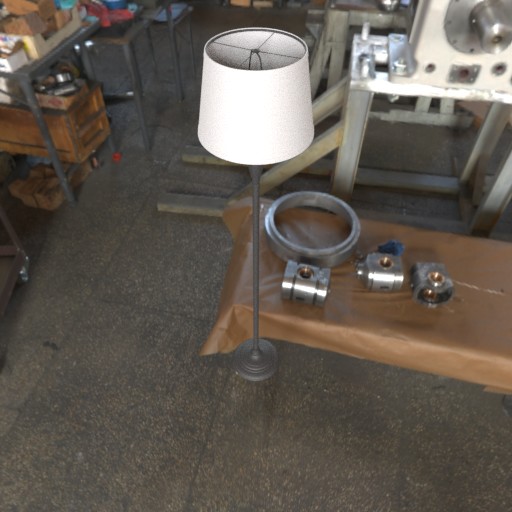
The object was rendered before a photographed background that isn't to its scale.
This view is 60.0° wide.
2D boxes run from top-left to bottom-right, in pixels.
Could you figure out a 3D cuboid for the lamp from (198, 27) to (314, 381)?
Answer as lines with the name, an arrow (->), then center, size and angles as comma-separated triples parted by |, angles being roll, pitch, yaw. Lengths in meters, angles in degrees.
lamp -> 0.000, 0.000, 1.638 | 0.327, 1.506, 0.327 | -16, 49, -14
